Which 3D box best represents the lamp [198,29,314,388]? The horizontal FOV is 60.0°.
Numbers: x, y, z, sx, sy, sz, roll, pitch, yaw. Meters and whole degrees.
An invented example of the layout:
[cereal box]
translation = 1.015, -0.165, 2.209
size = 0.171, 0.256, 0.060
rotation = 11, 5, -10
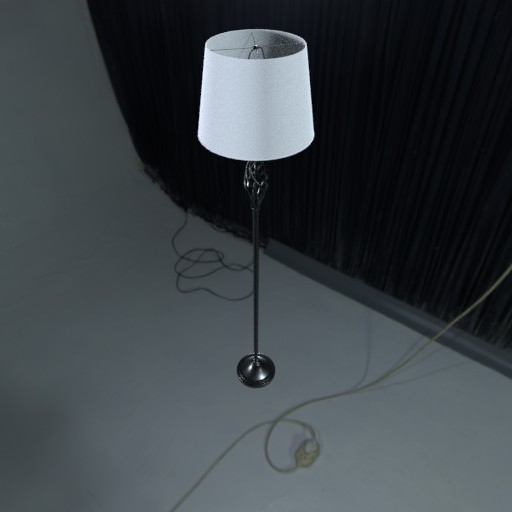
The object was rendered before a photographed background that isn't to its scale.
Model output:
[lamp]
translation = 0.000, 0.000, 1.806
size = 0.379, 1.623, 0.379
rotation = 0, 41, 0
